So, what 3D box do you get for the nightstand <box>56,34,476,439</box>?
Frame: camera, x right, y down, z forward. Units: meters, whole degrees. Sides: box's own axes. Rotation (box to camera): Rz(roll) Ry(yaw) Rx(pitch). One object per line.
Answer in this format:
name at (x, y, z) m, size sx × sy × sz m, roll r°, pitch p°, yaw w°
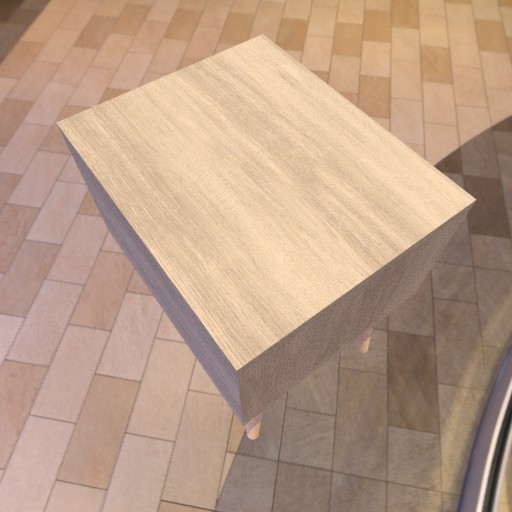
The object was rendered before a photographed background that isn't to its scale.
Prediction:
nightstand at (0.000, 0.000, 0.811) m, size 0.380 × 0.500 × 0.450 m, roll -32°, pitch 63°, yaw -19°
